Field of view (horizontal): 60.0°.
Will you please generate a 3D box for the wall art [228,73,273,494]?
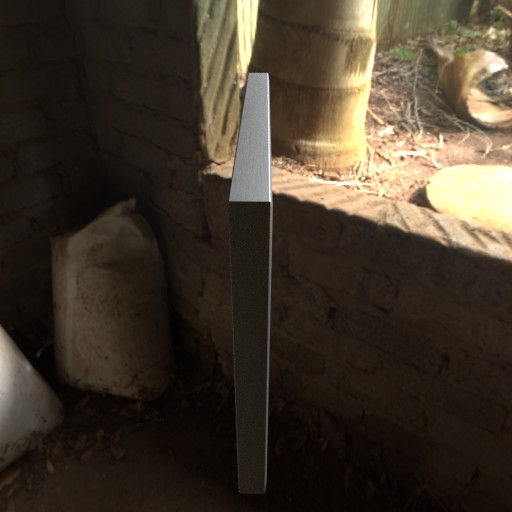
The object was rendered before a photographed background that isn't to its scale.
[{"bbox_3d":[0.000,0.000,0.519,0.028,0.330,0.380,1,33,1],"label":"wall art"}]
